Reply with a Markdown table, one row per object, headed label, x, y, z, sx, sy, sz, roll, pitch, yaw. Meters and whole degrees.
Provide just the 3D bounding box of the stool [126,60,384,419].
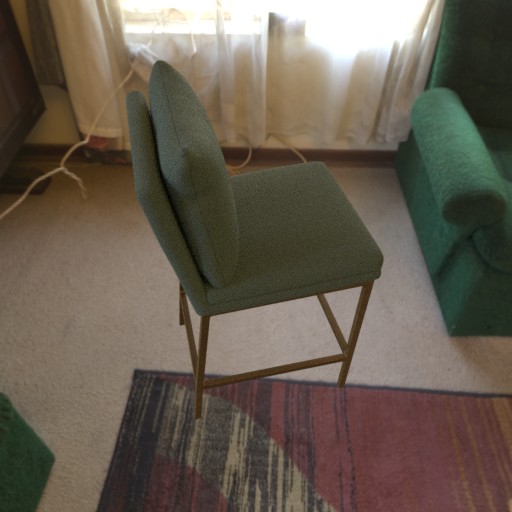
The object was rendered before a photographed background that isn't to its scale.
| label | x | y | z | sx | sy | sz | roll | pitch | yaw |
| --- | --- | --- | --- | --- | --- | --- | --- | --- | --- |
| stool | 0.000 | 0.000 | 1.323 | 0.568 | 1.032 | 0.463 | -10 | 46 | -10 |
